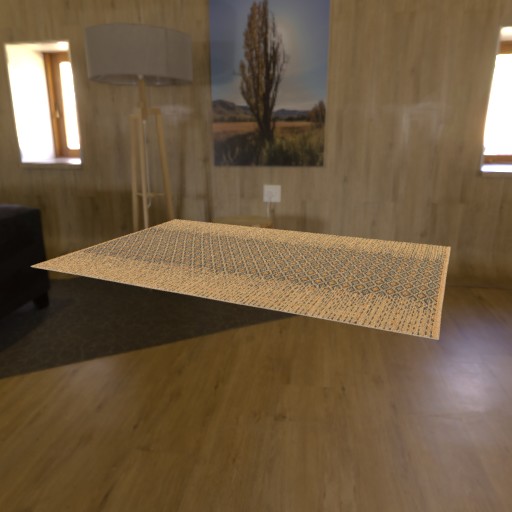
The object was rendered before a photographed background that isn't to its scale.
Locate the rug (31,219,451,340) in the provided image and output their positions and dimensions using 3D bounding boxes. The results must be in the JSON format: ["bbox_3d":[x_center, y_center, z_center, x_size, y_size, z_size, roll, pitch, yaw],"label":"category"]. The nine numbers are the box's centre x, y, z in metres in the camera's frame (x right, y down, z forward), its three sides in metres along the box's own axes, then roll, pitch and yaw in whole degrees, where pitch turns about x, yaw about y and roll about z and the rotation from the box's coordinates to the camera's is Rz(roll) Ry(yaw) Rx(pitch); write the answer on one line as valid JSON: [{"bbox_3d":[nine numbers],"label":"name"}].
[{"bbox_3d":[0.000,0.000,2.301,1.828,0.005,1.219,7,18,23],"label":"rug"}]
